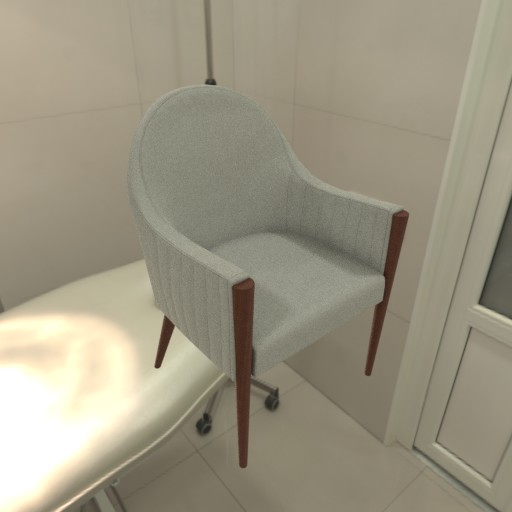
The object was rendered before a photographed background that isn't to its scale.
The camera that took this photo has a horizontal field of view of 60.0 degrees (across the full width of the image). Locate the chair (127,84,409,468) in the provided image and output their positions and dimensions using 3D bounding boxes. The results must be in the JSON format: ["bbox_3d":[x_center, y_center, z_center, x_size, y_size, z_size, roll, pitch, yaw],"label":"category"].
[{"bbox_3d":[0.000,0.000,1.323,0.610,0.889,0.620,-22,37,-33],"label":"chair"}]
